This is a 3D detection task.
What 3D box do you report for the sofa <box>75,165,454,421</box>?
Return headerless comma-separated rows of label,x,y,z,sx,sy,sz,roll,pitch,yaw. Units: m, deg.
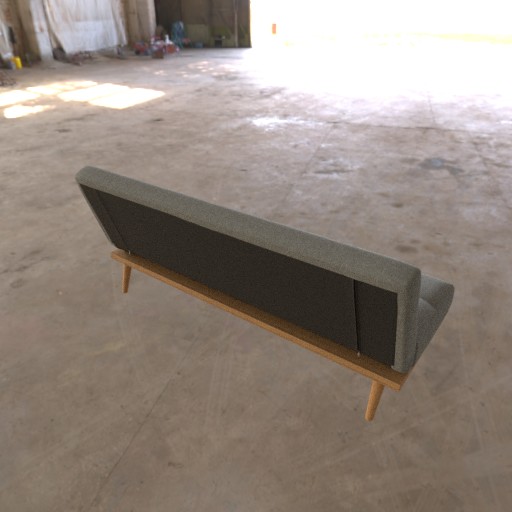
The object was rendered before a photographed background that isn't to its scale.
sofa,0.000,0.000,2.295,1.820,0.800,0.800,20,35,31
